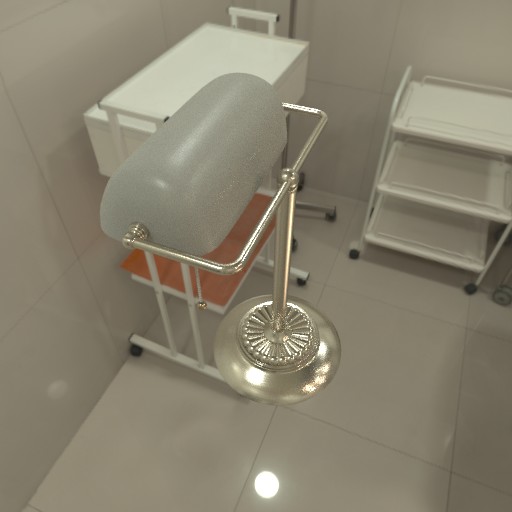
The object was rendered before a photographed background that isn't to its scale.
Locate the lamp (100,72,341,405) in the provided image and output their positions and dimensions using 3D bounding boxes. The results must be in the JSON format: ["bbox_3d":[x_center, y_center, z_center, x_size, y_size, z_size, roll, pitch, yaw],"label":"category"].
[{"bbox_3d":[0.000,0.000,0.508,0.243,0.339,0.264,17,49,15],"label":"lamp"}]
